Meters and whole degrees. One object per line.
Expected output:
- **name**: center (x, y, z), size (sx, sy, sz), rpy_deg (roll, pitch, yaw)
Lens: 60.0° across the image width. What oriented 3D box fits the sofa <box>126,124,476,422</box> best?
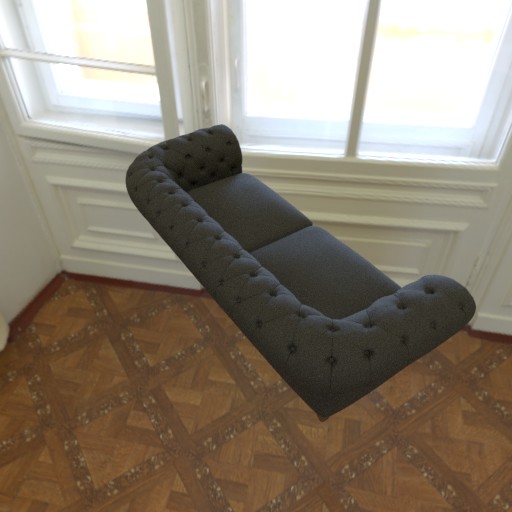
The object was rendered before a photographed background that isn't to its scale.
- **sofa**: center (0.000, 0.000, 2.800), size (0.991, 0.762, 2.362), rpy_deg (-25, 47, -26)
